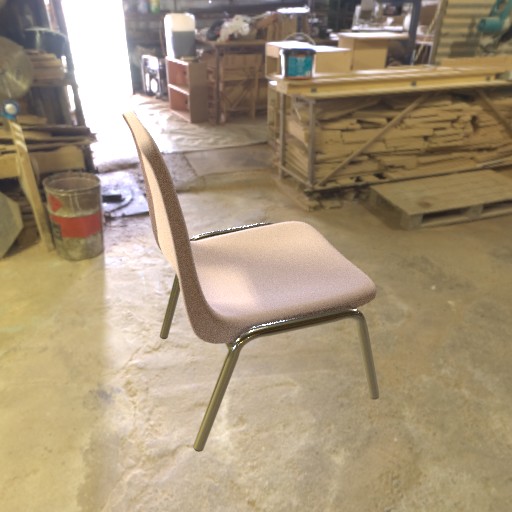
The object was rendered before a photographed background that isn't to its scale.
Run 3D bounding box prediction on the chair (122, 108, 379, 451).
[{"bbox_3d":[0.000,0.000,0.810,0.385,0.537,0.354,-11,32,-18],"label":"chair"}]
